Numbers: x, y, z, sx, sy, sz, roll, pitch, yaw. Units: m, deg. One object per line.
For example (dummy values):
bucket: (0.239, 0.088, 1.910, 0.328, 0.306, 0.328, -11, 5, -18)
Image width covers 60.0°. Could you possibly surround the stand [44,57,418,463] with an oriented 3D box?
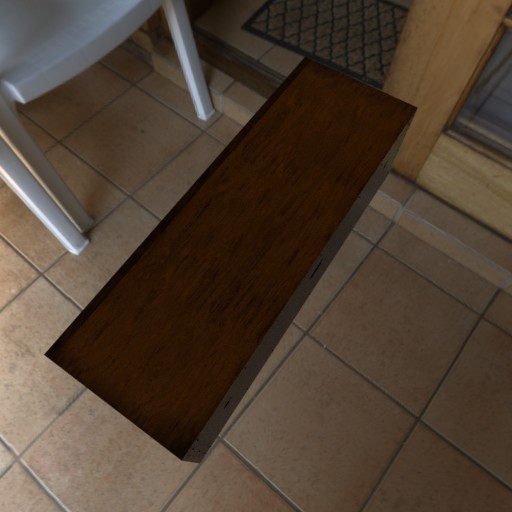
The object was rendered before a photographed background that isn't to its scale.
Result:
stand: (0.000, 0.000, 1.661, 0.481, 0.610, 1.372, 31, 68, 14)
